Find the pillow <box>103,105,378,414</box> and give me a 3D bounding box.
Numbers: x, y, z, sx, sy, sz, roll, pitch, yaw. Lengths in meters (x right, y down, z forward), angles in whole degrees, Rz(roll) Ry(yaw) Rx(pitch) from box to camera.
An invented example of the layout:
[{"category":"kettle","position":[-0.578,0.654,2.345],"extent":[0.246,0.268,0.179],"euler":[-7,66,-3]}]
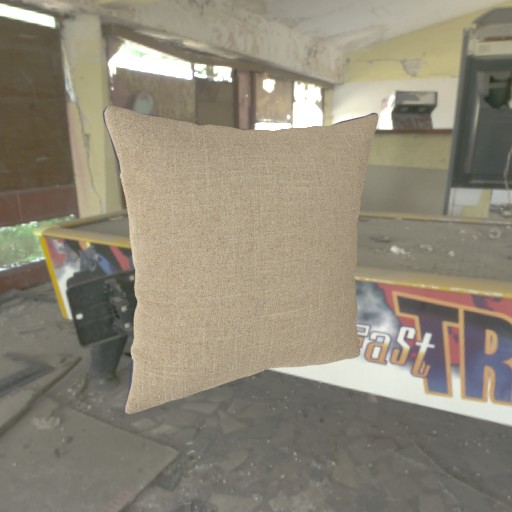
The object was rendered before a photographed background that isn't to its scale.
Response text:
[{"category":"pillow","position":[0.000,0.000,0.702],"extent":[0.440,0.441,0.147],"euler":[-7,16,-25]}]
